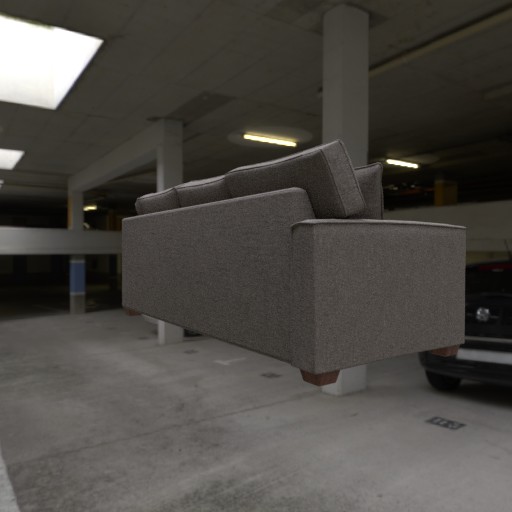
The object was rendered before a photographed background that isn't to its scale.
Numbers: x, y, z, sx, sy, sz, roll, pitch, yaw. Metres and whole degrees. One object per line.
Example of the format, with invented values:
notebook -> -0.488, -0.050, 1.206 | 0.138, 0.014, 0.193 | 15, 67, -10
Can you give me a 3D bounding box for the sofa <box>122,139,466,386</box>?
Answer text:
sofa -> 0.000, 0.000, 2.872 | 1.061, 0.962, 2.317 | -1, 1, -34
